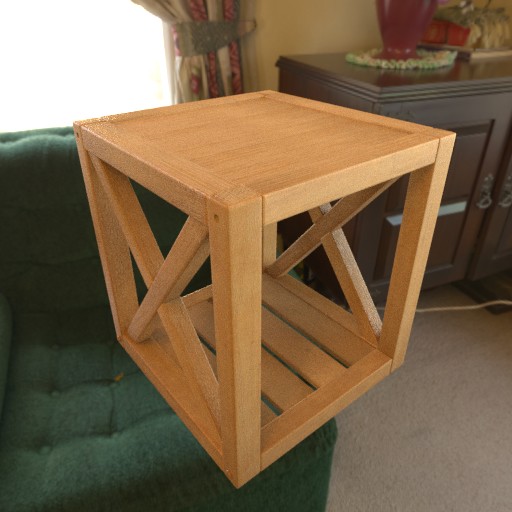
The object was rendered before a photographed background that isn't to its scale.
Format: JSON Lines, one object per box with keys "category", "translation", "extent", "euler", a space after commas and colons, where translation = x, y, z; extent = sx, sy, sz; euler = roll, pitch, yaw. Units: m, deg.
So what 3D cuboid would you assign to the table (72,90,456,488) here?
{"category": "table", "translation": [0.000, 0.000, 1.049], "extent": [0.558, 0.610, 0.559], "euler": [-23, 38, -33]}
